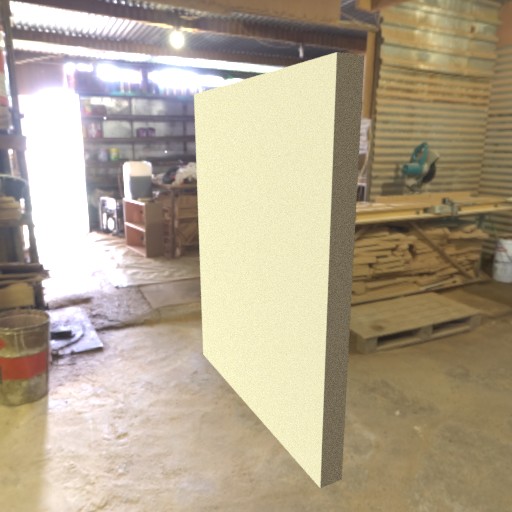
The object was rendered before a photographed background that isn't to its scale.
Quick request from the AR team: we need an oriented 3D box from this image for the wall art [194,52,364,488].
[{"bbox_3d":[0.000,0.000,0.743,0.039,0.553,0.451,-7,16,-26],"label":"wall art"}]
